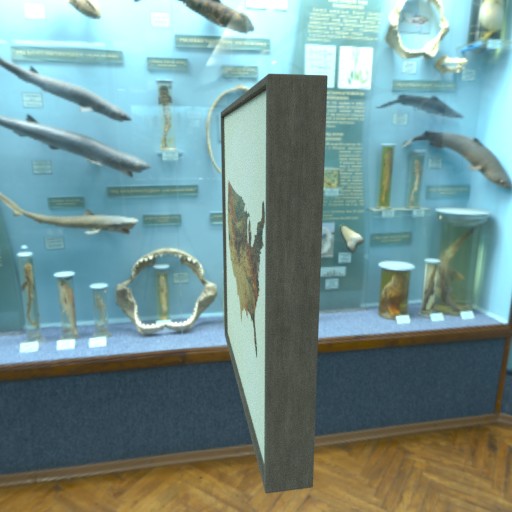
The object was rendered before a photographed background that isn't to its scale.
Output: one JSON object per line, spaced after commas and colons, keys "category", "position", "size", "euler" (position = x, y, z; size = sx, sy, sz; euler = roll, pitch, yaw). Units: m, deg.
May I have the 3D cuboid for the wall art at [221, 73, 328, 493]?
{"category": "wall art", "position": [0.000, 0.000, 0.452], "size": [0.038, 0.302, 0.303], "euler": [-2, 14, -10]}
